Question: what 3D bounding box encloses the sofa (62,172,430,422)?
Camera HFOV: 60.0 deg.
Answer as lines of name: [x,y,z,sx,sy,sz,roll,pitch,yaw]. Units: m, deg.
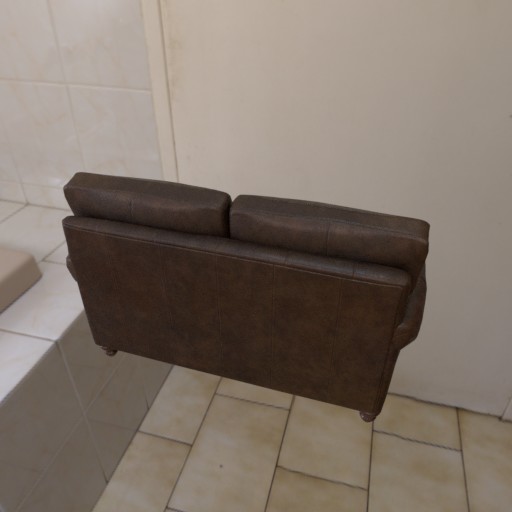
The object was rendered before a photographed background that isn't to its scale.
sofa: [0.000,0.000,2.254,1.616,0.976,0.990,10,35,14]
